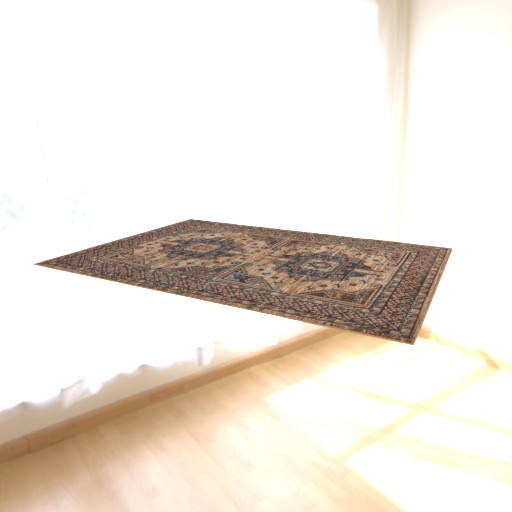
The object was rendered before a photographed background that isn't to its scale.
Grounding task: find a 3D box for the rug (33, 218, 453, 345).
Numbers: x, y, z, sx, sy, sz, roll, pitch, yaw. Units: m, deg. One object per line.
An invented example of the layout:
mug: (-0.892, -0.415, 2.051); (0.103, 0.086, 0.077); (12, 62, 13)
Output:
rug: (0.000, 0.000, 2.878); (2.227, 0.008, 1.611); (8, 18, 27)
